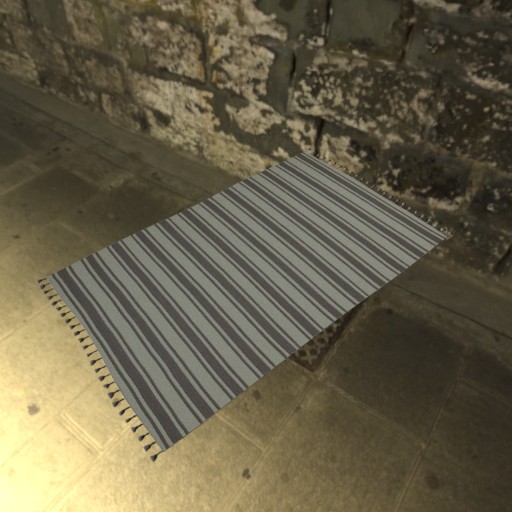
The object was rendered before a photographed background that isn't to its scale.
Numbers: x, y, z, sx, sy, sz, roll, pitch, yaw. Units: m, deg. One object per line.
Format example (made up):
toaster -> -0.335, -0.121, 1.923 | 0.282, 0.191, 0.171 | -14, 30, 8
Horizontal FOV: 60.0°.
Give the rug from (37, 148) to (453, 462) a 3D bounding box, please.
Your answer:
rug -> 0.000, 0.000, 2.534 | 2.096, 0.011, 1.229 | -31, 53, -26
